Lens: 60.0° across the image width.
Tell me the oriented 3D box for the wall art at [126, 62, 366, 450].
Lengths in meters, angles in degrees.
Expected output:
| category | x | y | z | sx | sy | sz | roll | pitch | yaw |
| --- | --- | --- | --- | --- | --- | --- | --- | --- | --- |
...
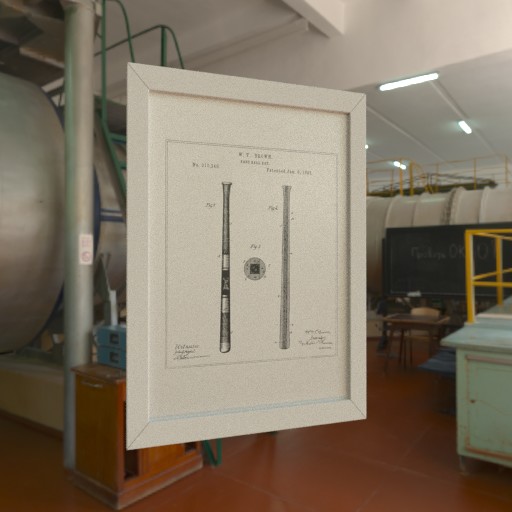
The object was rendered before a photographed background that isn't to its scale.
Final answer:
| category | x | y | z | sx | sy | sz | roll | pitch | yaw |
| --- | --- | --- | --- | --- | --- | --- | --- | --- | --- |
| wall art | 0.000 | 0.000 | 0.667 | 0.374 | 0.529 | 0.012 | 0 | 0 | -18 |
